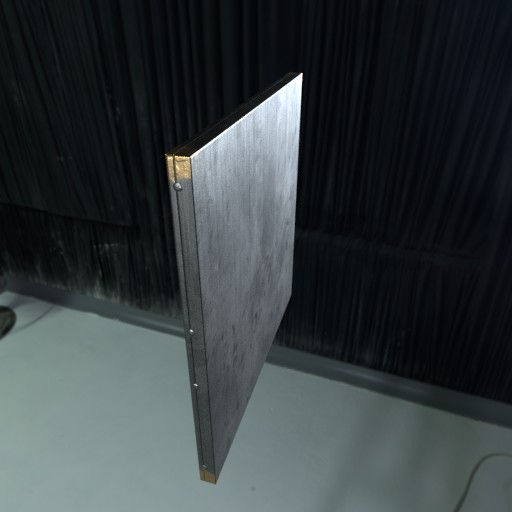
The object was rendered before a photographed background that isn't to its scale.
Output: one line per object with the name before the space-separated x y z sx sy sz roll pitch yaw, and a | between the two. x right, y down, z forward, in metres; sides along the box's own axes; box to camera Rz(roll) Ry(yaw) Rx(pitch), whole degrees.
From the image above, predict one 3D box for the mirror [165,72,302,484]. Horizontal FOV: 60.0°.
mirror | 0.000 0.000 0.562 0.020 0.381 0.382 9 32 14
